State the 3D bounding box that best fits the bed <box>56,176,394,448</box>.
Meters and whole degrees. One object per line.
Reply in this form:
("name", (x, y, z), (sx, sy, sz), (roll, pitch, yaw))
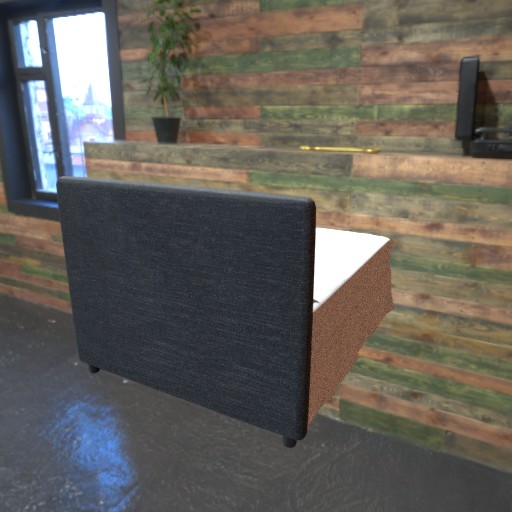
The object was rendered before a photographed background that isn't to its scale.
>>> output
("bed", (0.000, 0.000, 3.343), (1.723, 1.330, 2.142), (9, 19, 28))
